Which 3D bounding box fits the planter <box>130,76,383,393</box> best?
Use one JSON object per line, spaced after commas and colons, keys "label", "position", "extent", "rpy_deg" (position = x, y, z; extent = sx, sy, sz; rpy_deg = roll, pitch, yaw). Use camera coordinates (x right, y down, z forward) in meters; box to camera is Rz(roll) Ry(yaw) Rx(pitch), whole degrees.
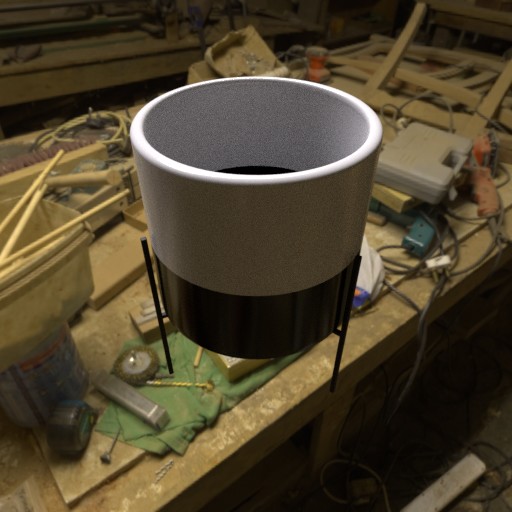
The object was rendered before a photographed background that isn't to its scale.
{"label": "planter", "position": [0.000, 0.000, 0.670], "extent": [0.310, 0.432, 0.310], "rpy_deg": [-26, 47, -28]}
